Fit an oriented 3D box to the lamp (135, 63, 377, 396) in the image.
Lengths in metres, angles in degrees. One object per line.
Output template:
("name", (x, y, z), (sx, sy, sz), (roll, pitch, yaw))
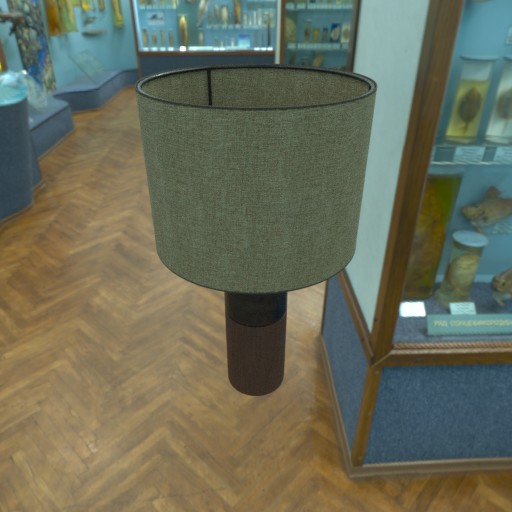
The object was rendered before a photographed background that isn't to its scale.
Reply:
("lamp", (0.000, 0.000, 0.468), (0.202, 0.350, 0.202), (0, 31, 0))
